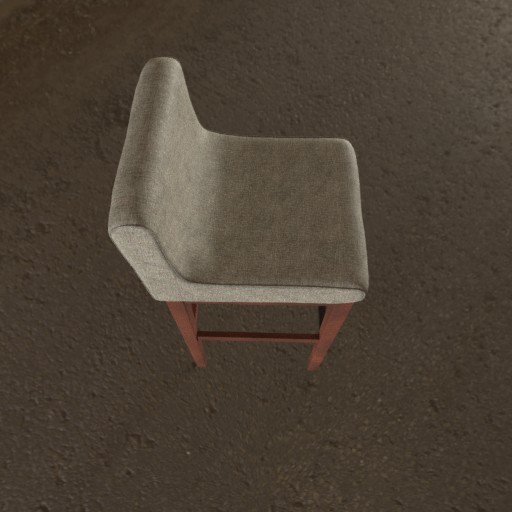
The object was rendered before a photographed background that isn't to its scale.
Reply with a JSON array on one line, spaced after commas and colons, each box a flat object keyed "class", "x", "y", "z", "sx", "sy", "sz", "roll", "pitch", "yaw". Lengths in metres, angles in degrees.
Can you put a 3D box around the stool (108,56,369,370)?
[{"class": "stool", "x": 0.000, "y": 0.000, "z": 1.233, "sx": 0.499, "sy": 0.965, "sz": 0.426, "roll": 1, "pitch": 61, "yaw": 1}]
